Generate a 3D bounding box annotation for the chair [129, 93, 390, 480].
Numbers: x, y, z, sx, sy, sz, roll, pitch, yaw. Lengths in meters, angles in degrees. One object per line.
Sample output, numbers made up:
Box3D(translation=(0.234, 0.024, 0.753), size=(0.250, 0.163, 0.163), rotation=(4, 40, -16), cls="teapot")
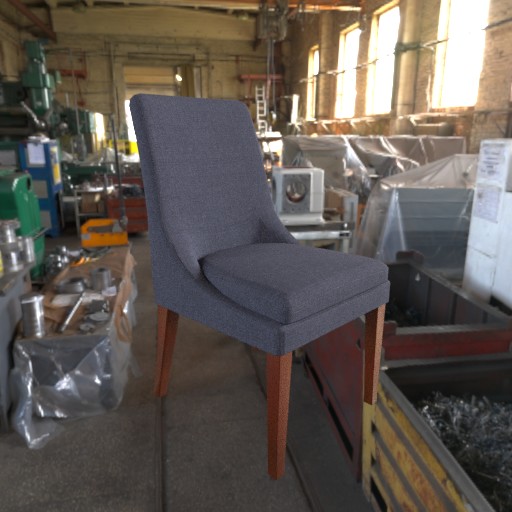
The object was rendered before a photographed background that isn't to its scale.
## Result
Box3D(translation=(0.000, 0.000, 1.360), size=(0.655, 0.952, 0.508), rotation=(15, 21, 43), cls="chair")
